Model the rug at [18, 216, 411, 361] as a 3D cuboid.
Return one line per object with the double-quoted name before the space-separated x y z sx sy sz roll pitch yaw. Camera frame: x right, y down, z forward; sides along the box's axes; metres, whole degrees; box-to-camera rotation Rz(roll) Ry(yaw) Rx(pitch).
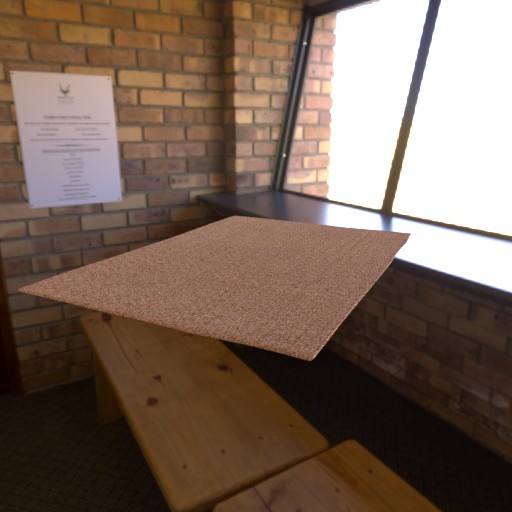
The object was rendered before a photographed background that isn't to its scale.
"rug" 0.000 0.000 2.752 1.566 0.013 2.141 8 18 26
